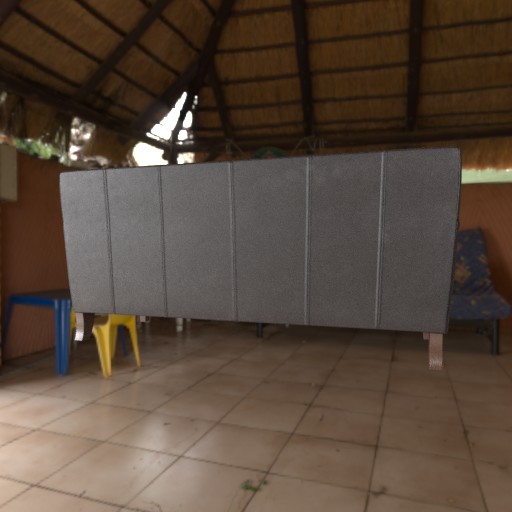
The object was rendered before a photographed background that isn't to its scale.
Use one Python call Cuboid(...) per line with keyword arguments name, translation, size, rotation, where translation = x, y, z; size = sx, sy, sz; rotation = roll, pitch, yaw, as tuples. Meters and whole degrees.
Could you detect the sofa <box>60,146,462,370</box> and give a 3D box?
Cuboid(name="sofa", translation=(0.000, 0.000, 2.521), size=(2.053, 0.947, 0.805), rotation=(0, 1, 18))
